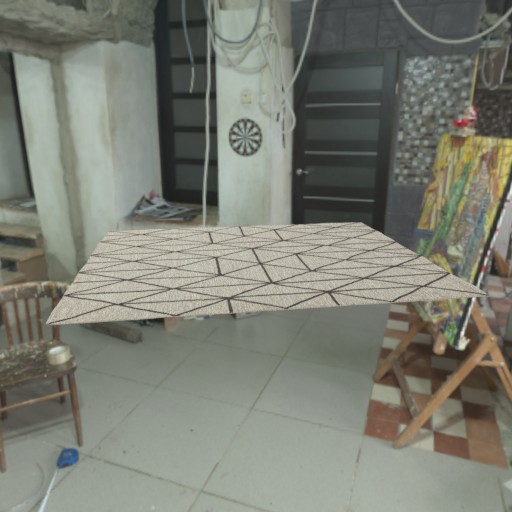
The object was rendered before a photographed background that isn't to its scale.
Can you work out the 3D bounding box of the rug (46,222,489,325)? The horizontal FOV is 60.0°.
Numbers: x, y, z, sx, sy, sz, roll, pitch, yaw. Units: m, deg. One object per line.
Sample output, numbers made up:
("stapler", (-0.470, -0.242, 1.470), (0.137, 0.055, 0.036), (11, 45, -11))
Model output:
("rug", (0.000, 0.000, 4.132), (3.061, 0.022, 2.468), (-3, 17, -9))
